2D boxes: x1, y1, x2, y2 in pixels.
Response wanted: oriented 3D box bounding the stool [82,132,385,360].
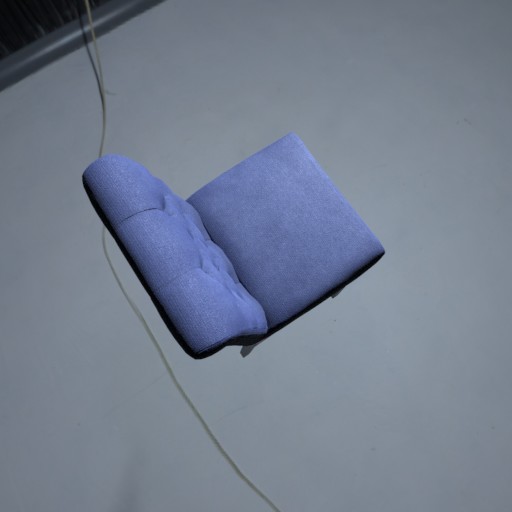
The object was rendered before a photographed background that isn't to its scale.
[{"bbox_3d":[0.000,0.000,1.434,0.601,1.140,0.493,-33,77,-8],"label":"stool"}]
